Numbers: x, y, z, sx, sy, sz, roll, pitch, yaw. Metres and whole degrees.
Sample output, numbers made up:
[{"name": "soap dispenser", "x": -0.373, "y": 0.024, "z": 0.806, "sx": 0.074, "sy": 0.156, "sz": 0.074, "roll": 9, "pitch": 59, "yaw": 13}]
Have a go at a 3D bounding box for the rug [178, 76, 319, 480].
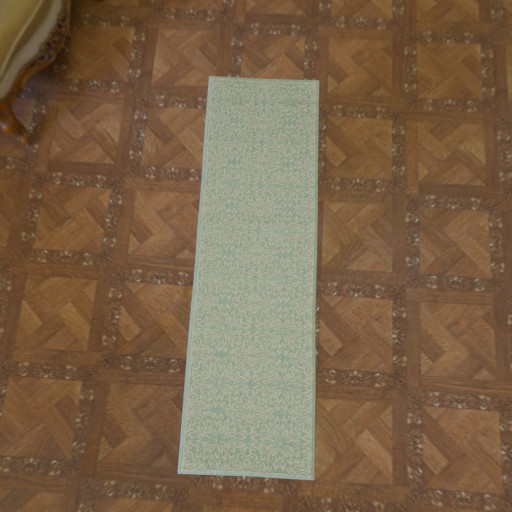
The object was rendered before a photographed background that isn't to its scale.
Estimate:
[{"name": "rug", "x": 0.000, "y": 0.000, "z": 2.397, "sx": 0.662, "sy": 0.011, "sz": 2.196, "roll": 2, "pitch": 76, "yaw": 1}]
